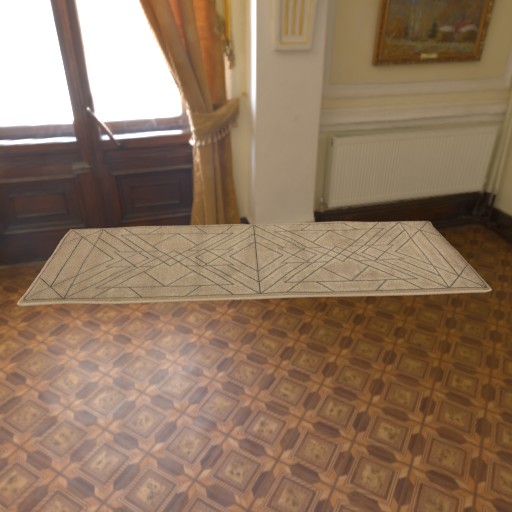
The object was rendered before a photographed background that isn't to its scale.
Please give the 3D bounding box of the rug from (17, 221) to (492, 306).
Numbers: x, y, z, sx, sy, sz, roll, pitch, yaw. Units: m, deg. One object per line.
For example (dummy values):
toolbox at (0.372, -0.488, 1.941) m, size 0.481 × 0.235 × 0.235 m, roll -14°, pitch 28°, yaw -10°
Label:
rug at (0.000, 0.000, 2.570) m, size 2.381 × 0.036 × 0.831 m, roll -1°, pitch 30°, yaw -3°
